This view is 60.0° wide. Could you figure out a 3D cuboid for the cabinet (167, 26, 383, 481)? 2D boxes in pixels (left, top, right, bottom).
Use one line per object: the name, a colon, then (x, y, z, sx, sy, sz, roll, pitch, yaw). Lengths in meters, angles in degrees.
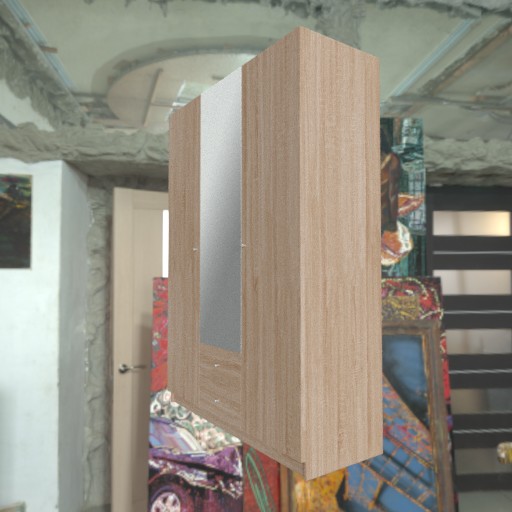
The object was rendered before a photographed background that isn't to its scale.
cabinet: (0.000, 0.000, 2.820, 0.590, 2.120, 1.500, 1, -2, -35)
